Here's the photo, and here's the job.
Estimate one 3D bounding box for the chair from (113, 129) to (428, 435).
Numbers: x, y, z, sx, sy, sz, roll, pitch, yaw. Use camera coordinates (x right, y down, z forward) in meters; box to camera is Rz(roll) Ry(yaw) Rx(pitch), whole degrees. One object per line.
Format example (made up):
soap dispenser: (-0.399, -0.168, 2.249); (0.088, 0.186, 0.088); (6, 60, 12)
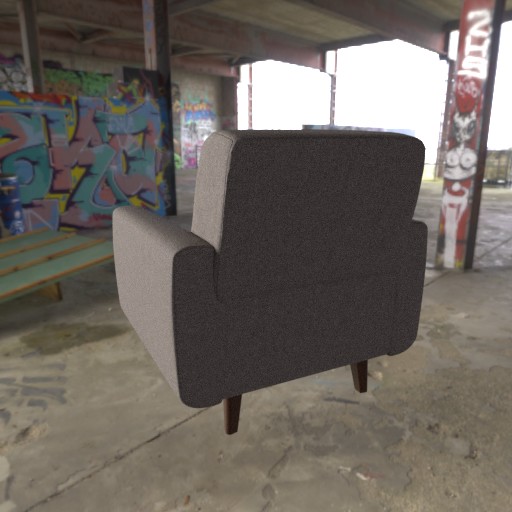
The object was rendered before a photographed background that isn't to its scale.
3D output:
chair: (0.000, 0.000, 1.547); (0.831, 0.839, 0.907); (-7, 16, -26)
